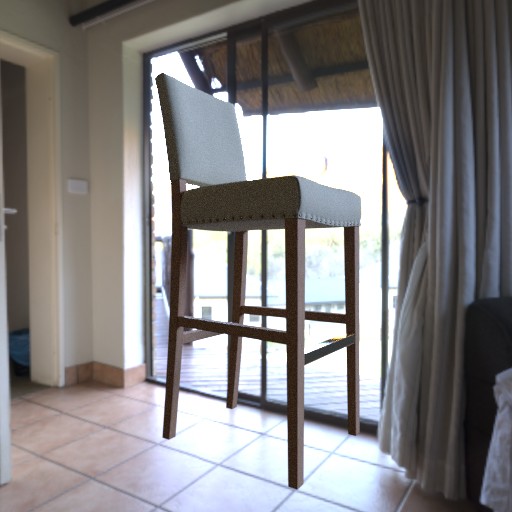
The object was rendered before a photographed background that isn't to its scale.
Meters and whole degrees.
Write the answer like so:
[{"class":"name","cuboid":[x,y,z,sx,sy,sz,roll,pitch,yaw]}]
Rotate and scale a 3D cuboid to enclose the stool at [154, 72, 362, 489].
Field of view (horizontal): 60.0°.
[{"class":"stool","cuboid":[0.000,0.000,1.403,0.546,1.143,0.428,0,1,34]}]
